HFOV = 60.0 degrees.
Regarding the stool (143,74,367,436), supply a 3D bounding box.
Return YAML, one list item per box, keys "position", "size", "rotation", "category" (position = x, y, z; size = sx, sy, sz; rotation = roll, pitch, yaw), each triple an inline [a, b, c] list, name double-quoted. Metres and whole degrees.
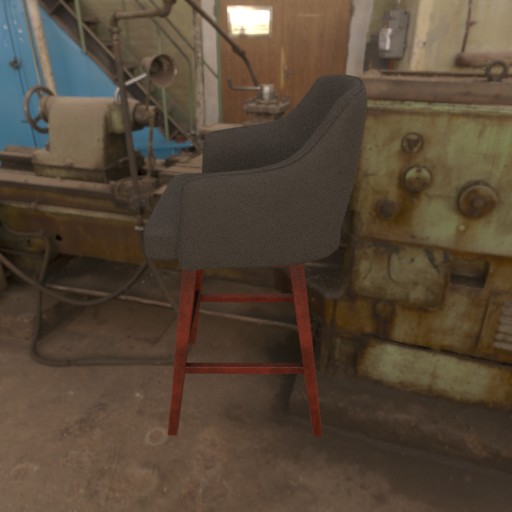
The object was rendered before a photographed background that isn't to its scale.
- position: [0.000, 0.000, 1.352]
  size: [0.558, 1.012, 0.548]
  rotation: [0, 27, 0]
  category: "stool"
